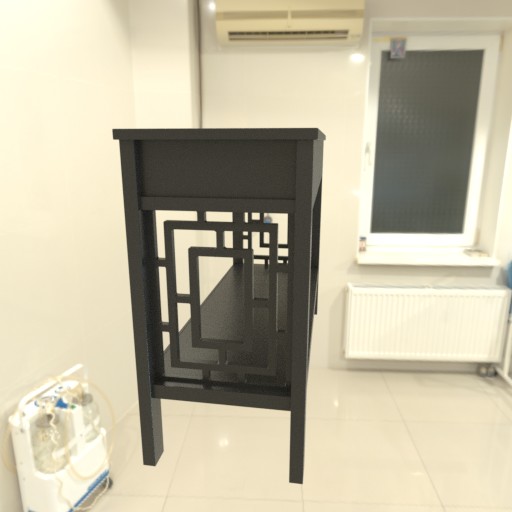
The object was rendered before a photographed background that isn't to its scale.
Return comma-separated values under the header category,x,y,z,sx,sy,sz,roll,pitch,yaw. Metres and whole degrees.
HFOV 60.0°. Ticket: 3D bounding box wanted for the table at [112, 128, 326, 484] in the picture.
category,x,y,z,sx,sy,sz,roll,pitch,yaw
table,0.000,0.000,1.410,0.397,0.753,1.068,2,15,9
